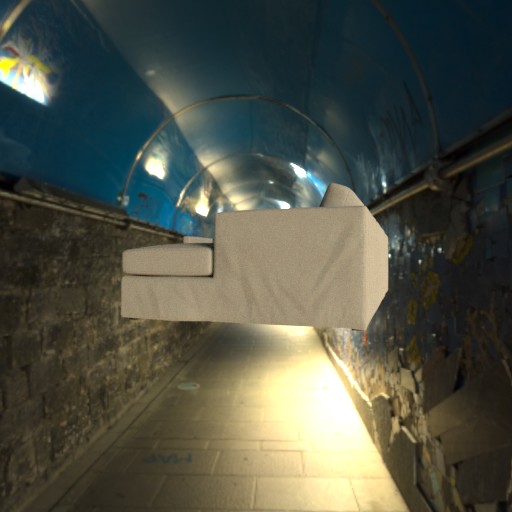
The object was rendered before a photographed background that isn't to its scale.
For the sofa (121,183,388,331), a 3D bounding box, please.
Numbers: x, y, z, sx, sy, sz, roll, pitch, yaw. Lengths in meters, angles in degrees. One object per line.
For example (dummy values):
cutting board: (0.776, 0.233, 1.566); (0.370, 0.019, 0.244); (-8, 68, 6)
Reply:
sofa: (0.000, 0.000, 4.439); (2.427, 0.882, 3.460); (0, -1, 19)
